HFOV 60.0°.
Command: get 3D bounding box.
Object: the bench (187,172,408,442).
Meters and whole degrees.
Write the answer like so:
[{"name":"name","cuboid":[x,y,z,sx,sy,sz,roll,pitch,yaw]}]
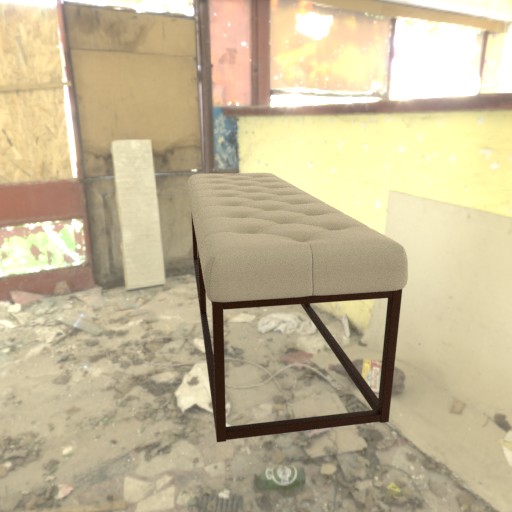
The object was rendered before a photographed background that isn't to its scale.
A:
[{"name":"bench","cuboid":[0.000,0.000,1.734,0.479,0.488,1.488,-3,17,-9]}]
